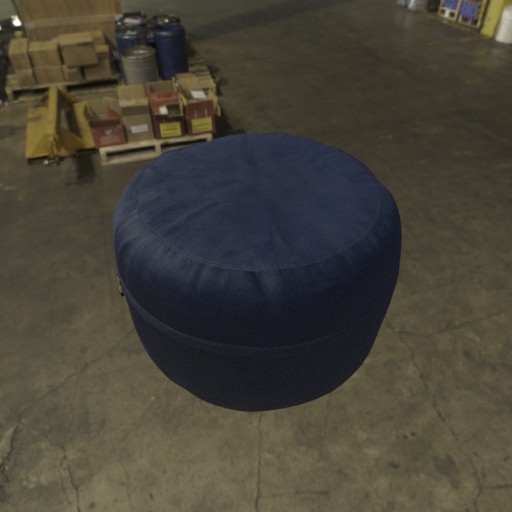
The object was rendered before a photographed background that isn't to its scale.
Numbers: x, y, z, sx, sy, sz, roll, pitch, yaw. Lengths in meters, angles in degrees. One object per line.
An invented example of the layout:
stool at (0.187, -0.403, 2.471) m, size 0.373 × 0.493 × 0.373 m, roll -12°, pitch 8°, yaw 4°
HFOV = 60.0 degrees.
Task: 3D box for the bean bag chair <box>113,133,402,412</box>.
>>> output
bean bag chair at (0.000, 0.000, 2.006) m, size 1.219 × 0.762 × 1.219 m, roll 0°, pitch 41°, yaw 0°
